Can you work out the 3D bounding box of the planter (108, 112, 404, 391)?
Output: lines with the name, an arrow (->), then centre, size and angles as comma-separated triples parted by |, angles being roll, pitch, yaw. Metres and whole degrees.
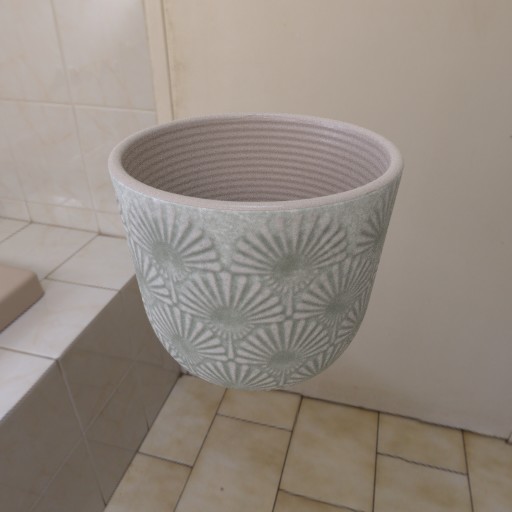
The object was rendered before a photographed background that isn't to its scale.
planter -> 0.000, 0.000, 0.302 | 0.170, 0.152, 0.170 | 0, 31, 0
